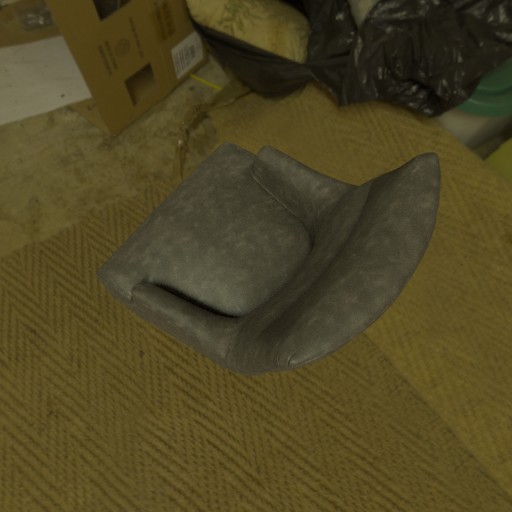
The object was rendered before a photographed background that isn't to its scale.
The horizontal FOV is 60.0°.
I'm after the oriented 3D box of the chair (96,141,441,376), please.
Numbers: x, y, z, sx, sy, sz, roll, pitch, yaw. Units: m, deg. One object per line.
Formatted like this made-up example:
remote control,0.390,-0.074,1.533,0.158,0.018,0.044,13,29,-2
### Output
chair,0.000,0.000,1.482,0.874,0.870,0.738,33,68,15
